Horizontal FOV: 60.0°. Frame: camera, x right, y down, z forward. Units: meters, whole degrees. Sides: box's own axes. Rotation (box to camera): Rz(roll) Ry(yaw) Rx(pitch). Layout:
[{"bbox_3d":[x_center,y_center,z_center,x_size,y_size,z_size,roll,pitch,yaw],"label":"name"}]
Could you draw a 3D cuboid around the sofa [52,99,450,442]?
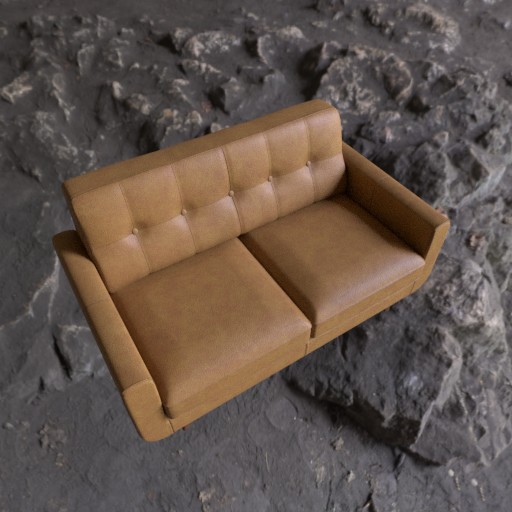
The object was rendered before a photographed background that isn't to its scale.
[{"bbox_3d":[0.000,0.000,2.182,1.651,0.925,0.952,-25,51,-21],"label":"sofa"}]
